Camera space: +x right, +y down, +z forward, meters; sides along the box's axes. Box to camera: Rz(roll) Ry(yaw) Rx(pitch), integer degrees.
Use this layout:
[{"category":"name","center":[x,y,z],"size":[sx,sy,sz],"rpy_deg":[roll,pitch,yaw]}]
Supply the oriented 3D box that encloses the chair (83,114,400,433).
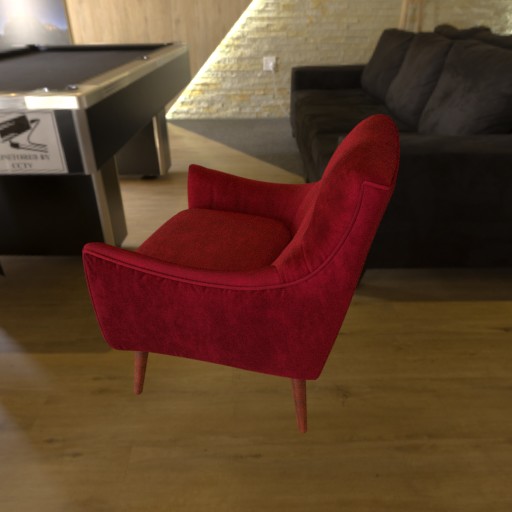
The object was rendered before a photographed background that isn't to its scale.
[{"category":"chair","center":[0.000,0.000,1.449],"size":[0.787,0.838,0.762],"rpy_deg":[8,31,14]}]
